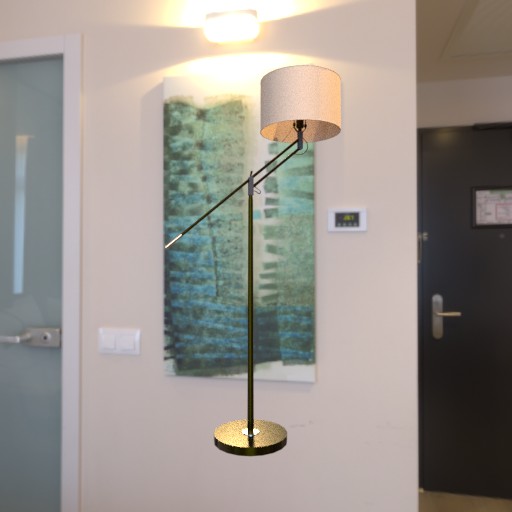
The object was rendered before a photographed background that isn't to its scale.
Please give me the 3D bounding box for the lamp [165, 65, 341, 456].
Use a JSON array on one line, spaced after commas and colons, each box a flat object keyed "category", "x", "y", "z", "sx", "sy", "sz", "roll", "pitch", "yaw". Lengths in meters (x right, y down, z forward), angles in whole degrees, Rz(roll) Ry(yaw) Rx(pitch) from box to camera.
[{"category": "lamp", "x": 0.000, "y": 0.000, "z": 1.988, "sx": 0.809, "sy": 1.635, "sz": 0.373, "roll": 0, "pitch": -1, "yaw": -19}]
